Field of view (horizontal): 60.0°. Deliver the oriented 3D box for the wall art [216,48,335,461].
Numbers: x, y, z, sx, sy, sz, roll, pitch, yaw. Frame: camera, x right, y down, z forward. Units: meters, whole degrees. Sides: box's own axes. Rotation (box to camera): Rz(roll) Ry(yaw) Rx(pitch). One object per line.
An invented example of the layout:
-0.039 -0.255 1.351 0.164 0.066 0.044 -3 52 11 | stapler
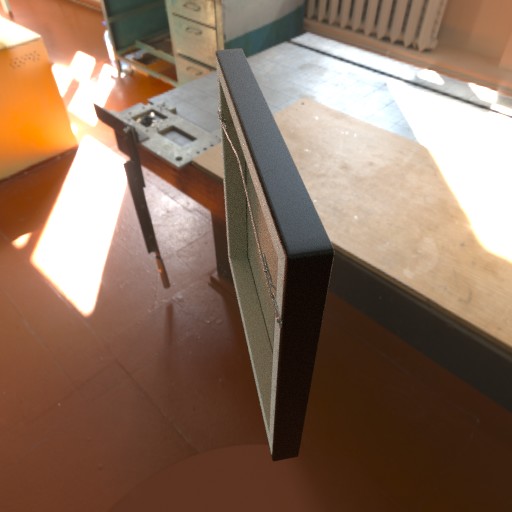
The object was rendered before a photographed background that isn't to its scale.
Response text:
0.000 0.000 0.612 0.041 0.407 0.406 -8 46 -8 | wall art
